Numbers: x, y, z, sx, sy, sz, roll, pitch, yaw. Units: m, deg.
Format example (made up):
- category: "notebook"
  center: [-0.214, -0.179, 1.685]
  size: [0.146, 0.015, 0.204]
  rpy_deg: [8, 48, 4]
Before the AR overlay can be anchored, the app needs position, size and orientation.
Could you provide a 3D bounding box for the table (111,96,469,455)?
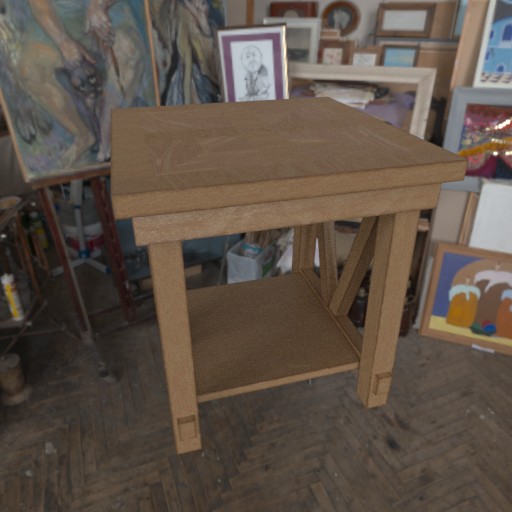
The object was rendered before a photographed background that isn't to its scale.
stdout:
- category: "table"
  center: [0.000, 0.000, 1.126]
  size: [0.610, 0.638, 0.612]
  rpy_deg: [-8, 31, -14]
